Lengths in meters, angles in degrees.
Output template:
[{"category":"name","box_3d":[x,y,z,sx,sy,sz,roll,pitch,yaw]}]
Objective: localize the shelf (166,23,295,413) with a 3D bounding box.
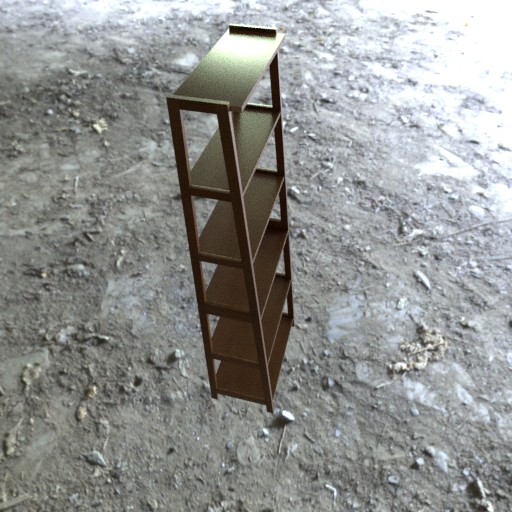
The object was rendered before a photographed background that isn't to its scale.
[{"category":"shelf","box_3d":[0.000,0.000,2.179,0.382,1.892,0.660,11,46,10]}]
